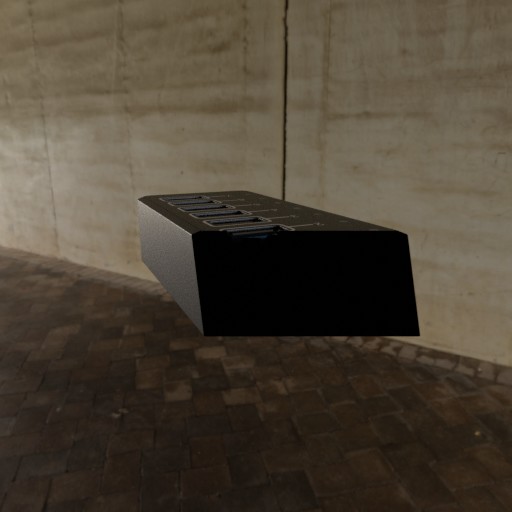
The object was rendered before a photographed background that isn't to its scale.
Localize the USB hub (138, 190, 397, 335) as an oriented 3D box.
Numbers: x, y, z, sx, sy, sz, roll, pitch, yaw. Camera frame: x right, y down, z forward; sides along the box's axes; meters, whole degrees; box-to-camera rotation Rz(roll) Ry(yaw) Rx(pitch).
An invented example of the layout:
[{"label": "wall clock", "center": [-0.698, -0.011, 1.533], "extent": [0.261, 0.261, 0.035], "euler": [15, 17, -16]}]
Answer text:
[{"label": "USB hub", "center": [0.000, 0.000, 0.123], "extent": [0.044, 0.023, 0.110], "euler": [-7, 17, -24]}]
